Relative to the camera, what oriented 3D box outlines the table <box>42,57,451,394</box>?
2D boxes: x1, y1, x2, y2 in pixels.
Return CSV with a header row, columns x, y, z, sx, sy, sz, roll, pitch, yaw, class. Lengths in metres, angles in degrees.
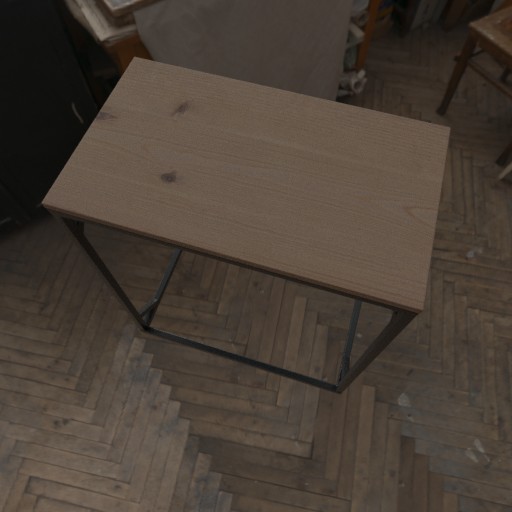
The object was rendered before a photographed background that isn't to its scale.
x,y,z,sx,sy,sz,roll,pitch,yaw,class
0.000,0.000,1.031,0.597,0.673,0.351,16,64,8,table
